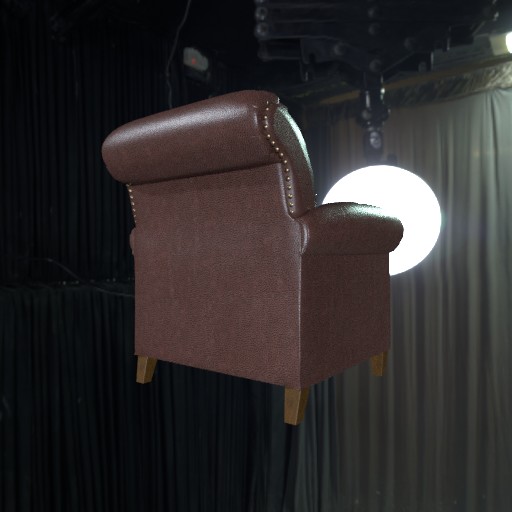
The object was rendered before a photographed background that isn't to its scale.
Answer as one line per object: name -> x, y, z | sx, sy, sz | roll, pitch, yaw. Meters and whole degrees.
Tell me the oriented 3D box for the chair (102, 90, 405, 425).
chair -> 0.000, 0.000, 1.640 | 0.854, 0.927, 0.890 | 0, 0, 37
